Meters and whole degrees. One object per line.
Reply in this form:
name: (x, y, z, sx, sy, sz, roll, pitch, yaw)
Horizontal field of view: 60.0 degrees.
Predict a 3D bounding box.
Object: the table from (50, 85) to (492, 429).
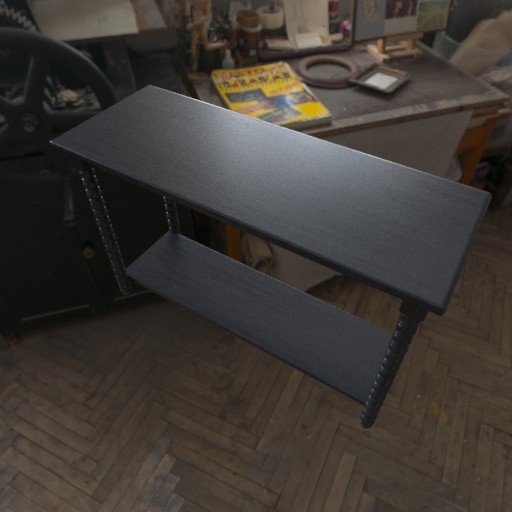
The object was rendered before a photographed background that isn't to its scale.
table: (0.000, 0.000, 1.506, 1.184, 0.735, 0.459, 24, 51, 21)
